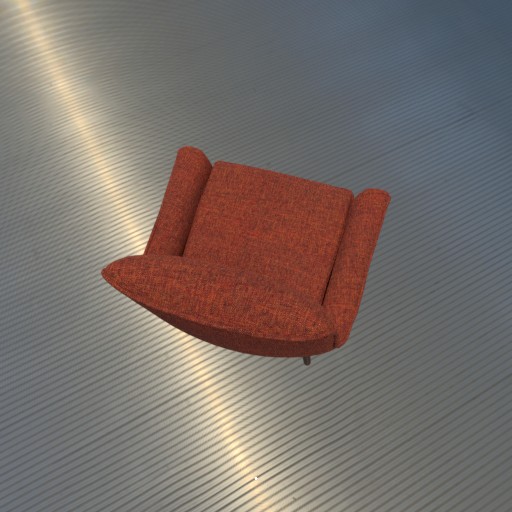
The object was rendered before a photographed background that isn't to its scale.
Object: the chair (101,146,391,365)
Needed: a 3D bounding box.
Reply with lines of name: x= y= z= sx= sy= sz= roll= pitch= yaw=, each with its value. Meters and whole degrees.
chair: x=0.000 y=0.000 z=1.489 sx=0.803 sy=0.911 sz=0.784 roll=14 pitch=64 yaw=7
